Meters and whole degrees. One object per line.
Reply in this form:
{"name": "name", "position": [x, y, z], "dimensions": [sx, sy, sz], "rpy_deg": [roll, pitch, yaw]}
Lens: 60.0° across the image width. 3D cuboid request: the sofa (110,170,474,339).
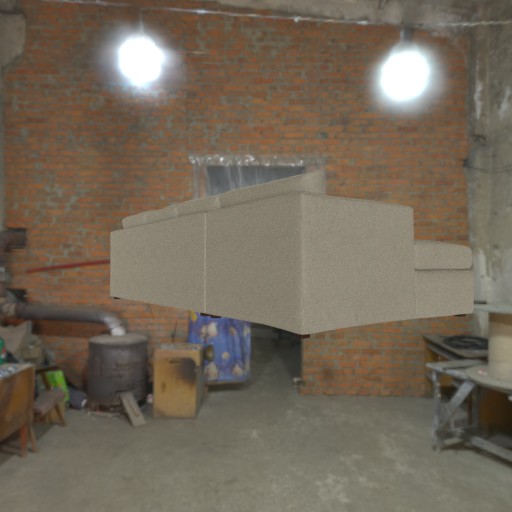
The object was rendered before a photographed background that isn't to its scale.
{"name": "sofa", "position": [0.000, 0.000, 3.977], "dimensions": [1.650, 0.922, 3.205], "rpy_deg": [1, -2, -35]}
